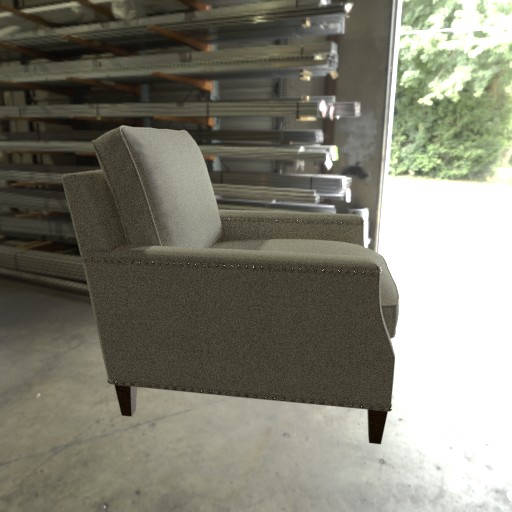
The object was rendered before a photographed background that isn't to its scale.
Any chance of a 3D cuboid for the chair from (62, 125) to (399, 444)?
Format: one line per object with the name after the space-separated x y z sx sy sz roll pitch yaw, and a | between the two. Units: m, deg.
0.000 0.000 1.692 1.014 0.943 0.853 3 15 10 | chair
